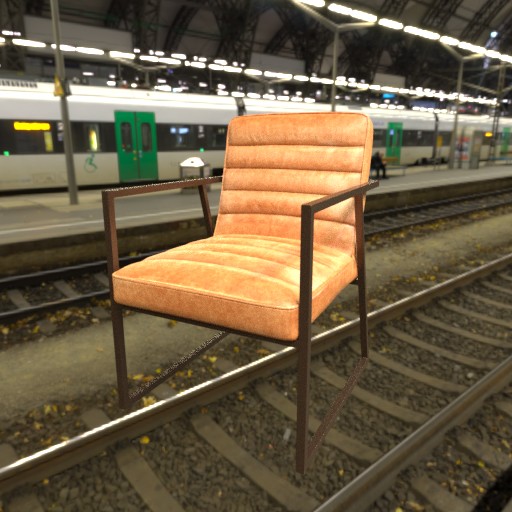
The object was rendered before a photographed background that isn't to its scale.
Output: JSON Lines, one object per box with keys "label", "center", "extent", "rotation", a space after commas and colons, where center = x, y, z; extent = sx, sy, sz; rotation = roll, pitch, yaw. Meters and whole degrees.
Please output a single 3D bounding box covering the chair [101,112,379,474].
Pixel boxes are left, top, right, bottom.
{"label": "chair", "center": [0.000, 0.000, 1.305], "extent": [0.571, 0.832, 0.677], "rotation": [8, 16, 27]}
